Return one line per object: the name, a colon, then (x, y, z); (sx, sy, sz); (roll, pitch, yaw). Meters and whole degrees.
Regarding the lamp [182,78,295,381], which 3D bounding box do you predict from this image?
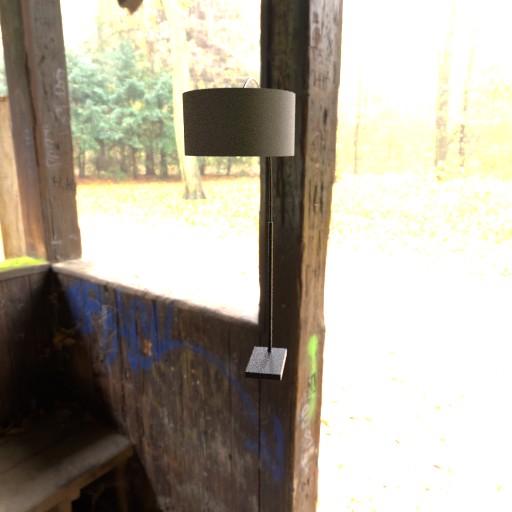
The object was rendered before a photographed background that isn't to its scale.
lamp: (0.000, 0.000, 2.593); (0.493, 1.927, 1.424); (2, 14, 9)
